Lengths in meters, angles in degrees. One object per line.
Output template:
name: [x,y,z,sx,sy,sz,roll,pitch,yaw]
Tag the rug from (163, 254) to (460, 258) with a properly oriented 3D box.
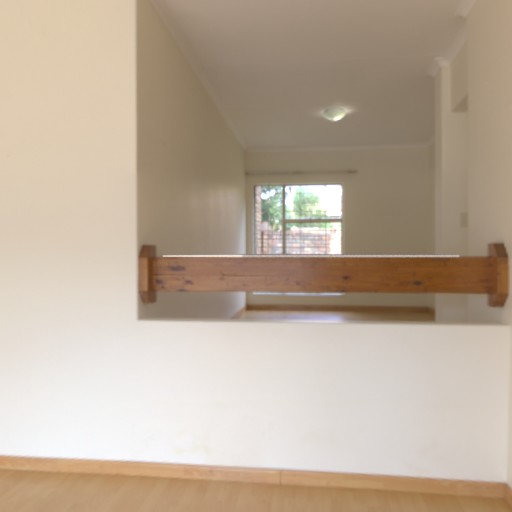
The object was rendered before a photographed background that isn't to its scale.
rug: [0.000,0.000,2.690,0.864,0.012,2.388,0,0,-18]
